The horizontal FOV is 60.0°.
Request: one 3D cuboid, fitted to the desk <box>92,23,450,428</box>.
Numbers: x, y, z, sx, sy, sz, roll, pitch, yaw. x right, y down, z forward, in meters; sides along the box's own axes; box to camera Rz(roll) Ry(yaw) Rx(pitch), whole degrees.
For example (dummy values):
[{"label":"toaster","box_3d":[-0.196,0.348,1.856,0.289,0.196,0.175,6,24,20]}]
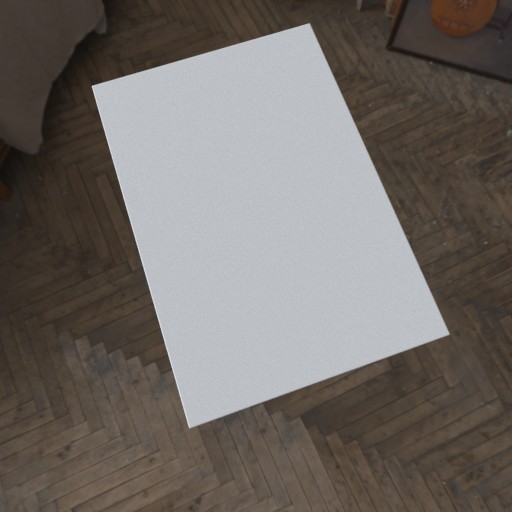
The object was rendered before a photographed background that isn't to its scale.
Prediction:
[{"label":"desk","box_3d":[0.000,0.000,1.066,0.404,0.730,0.600,-18,76,-5]}]
